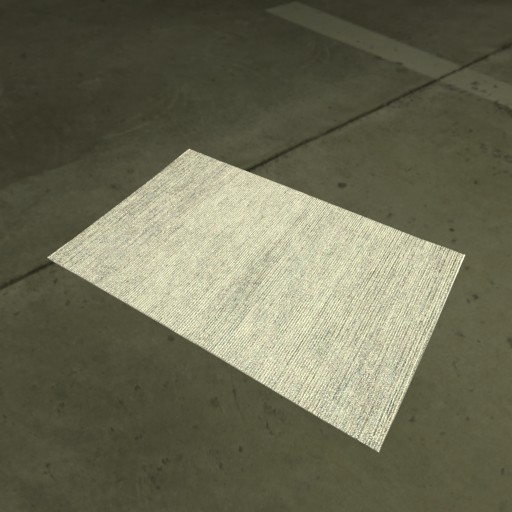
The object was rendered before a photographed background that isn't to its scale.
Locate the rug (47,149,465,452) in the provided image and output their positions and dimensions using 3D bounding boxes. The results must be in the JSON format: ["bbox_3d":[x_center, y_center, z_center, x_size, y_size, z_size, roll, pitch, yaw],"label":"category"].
[{"bbox_3d":[0.000,0.000,2.245,1.789,0.021,1.159,25,51,22],"label":"rug"}]
